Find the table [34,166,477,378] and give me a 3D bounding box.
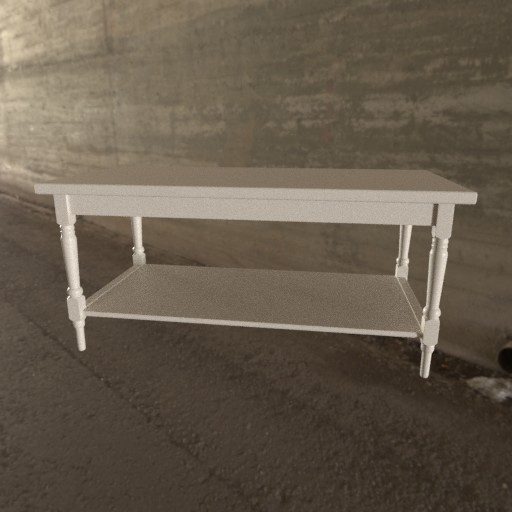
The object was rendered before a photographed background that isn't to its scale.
[{"bbox_3d":[0.000,0.000,1.422,1.107,0.510,0.550,2,16,8],"label":"table"}]
